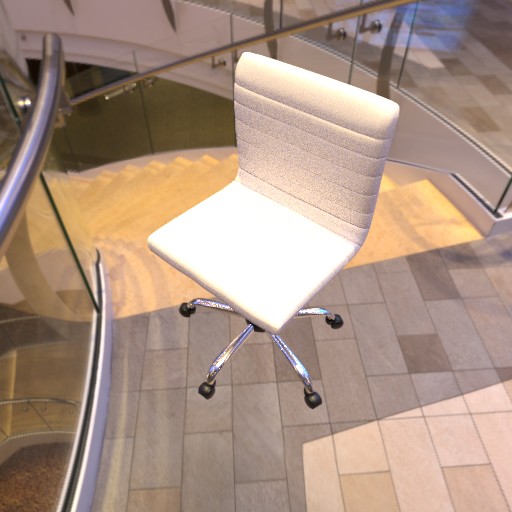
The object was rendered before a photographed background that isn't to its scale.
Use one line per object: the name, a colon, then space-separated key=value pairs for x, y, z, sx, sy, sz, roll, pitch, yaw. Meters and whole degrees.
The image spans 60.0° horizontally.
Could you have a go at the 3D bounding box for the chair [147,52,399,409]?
chair: x=0.000 y=0.000 z=1.043 sx=0.520 sy=0.750 sz=0.455 roll=31 pitch=54 yaw=26
